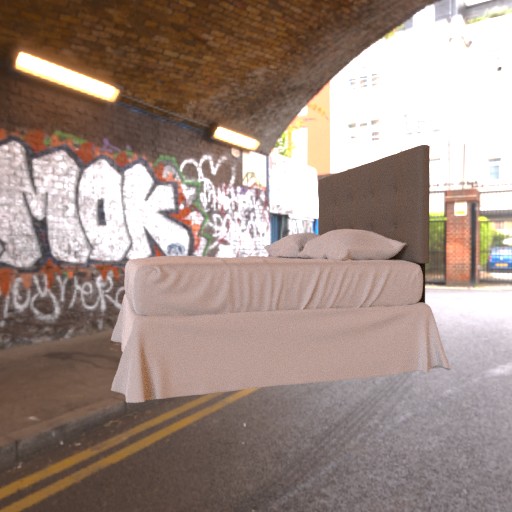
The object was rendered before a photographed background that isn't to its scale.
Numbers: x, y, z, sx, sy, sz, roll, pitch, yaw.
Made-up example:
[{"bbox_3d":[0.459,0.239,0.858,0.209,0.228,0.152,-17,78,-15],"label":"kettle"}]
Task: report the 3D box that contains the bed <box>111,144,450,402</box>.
[{"bbox_3d":[0.000,0.000,3.556,2.222,1.577,1.936,0,1,-18],"label":"bed"}]
